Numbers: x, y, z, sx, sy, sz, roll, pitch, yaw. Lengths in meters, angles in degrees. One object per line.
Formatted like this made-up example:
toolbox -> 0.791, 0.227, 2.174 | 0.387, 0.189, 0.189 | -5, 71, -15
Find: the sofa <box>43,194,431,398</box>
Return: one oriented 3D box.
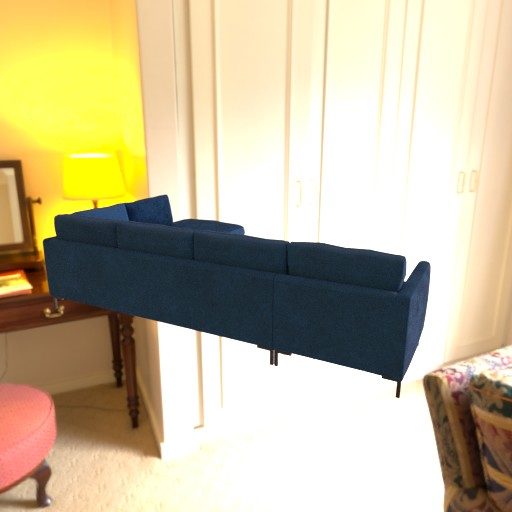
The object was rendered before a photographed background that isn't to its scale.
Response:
sofa -> 0.000, 0.000, 3.261 | 2.486, 0.687, 1.707 | 8, 18, 27
